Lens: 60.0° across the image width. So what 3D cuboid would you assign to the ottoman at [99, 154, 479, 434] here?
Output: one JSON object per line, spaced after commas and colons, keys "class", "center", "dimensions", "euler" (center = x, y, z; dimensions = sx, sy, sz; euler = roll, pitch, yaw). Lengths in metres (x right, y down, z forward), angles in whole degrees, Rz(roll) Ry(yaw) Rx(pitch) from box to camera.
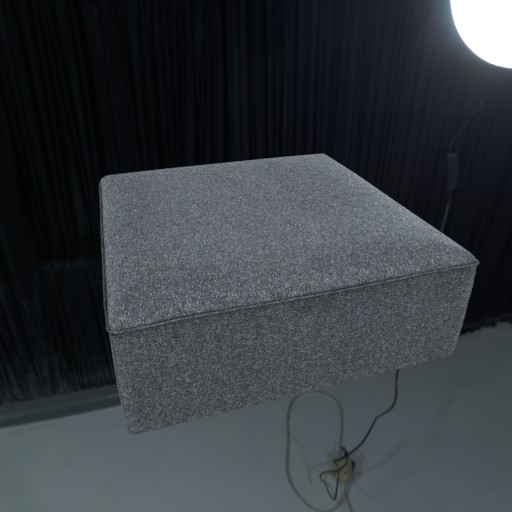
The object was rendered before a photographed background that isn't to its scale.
{"class": "ottoman", "center": [0.000, 0.000, 1.585], "dimensions": [1.021, 0.423, 1.017], "euler": [-9, 32, -15]}
